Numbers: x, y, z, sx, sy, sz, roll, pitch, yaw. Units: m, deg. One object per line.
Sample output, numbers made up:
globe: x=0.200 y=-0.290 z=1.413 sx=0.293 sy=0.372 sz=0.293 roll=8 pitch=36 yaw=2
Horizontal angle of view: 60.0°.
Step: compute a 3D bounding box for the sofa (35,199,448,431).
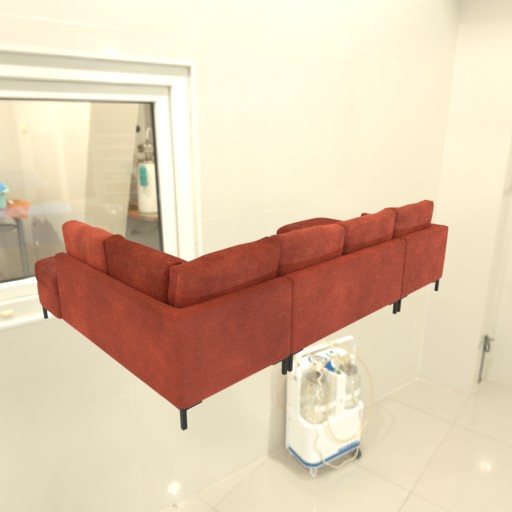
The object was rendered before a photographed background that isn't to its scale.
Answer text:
sofa: x=0.000 y=0.000 z=3.756 sx=2.971 sy=0.858 sz=1.981 roll=-15 pitch=22 yaw=-41
